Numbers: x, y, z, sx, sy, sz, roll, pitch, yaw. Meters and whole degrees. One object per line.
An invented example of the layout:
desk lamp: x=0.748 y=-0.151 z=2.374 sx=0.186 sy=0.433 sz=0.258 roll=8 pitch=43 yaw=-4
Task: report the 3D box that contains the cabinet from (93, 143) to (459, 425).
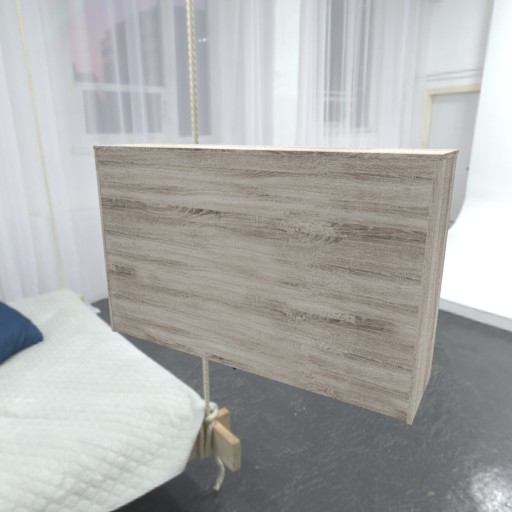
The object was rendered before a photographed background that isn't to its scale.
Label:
cabinet: x=0.000 y=0.000 z=1.889 sx=1.450 sy=0.900 sz=0.380 roll=9 pitch=18 yaw=29
